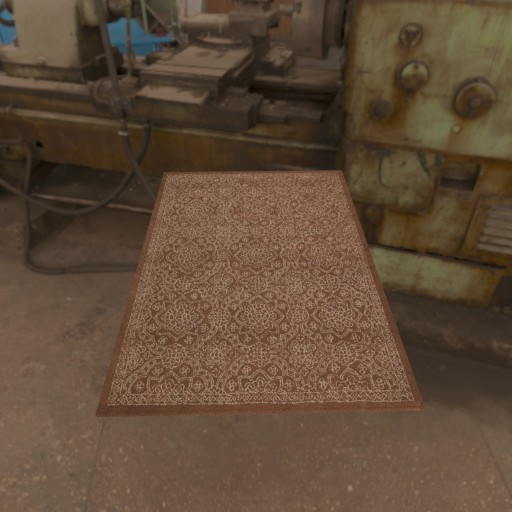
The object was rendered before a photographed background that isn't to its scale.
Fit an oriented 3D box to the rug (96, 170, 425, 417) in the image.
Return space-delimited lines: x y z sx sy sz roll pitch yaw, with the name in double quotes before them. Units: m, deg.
"rug" 0.000 0.000 2.337 1.219 0.010 1.829 -1 39 -1
